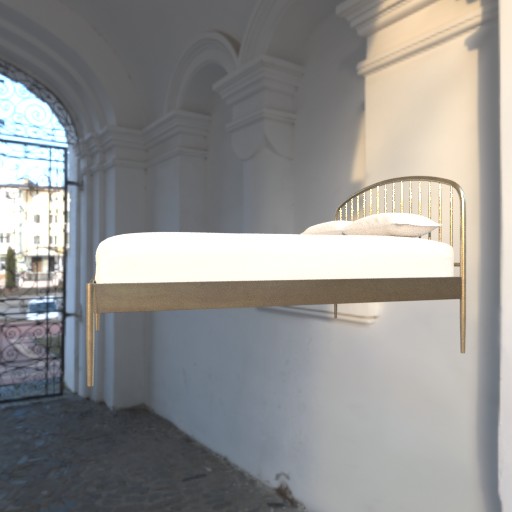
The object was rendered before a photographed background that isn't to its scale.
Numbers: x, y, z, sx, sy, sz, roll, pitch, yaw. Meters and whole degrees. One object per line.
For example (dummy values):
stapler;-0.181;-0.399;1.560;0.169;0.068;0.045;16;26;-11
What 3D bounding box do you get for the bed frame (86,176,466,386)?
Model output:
bed frame;0.000;0.000;3.094;2.152;1.175;1.612;0;0;-19
